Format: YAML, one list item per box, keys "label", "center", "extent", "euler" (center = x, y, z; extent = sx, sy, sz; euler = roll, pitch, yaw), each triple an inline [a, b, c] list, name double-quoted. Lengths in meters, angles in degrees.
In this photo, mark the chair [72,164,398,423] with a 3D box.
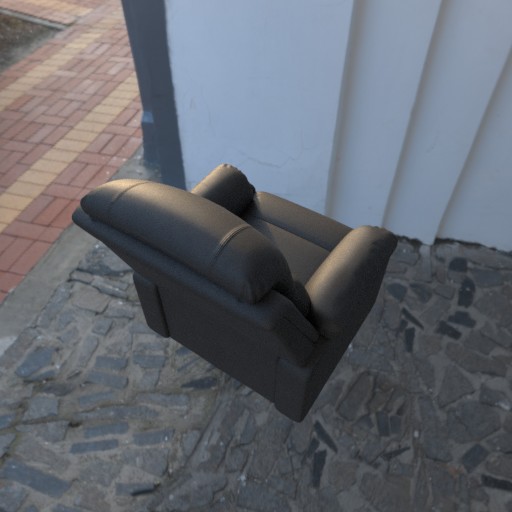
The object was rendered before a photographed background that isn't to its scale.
- label: "chair"
  center: [0.000, 0.000, 1.665]
  extent: [0.855, 0.992, 0.919]
  euler: [26, 52, 22]
